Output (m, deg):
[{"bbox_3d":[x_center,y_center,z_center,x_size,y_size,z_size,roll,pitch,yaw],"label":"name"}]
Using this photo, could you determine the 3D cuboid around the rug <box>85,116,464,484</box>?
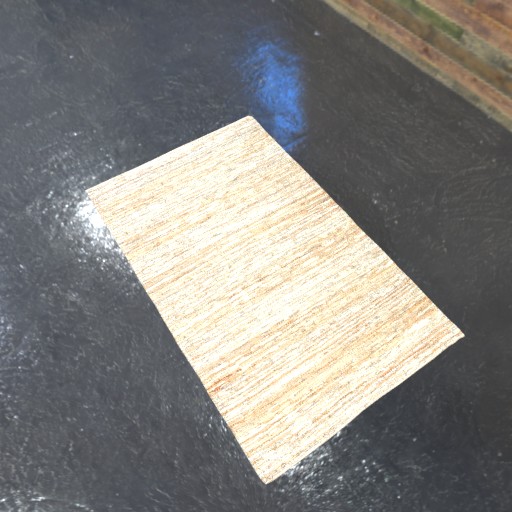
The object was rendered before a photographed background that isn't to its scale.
[{"bbox_3d":[0.000,0.000,3.094,1.529,0.009,2.446,-30,63,-17],"label":"rug"}]
